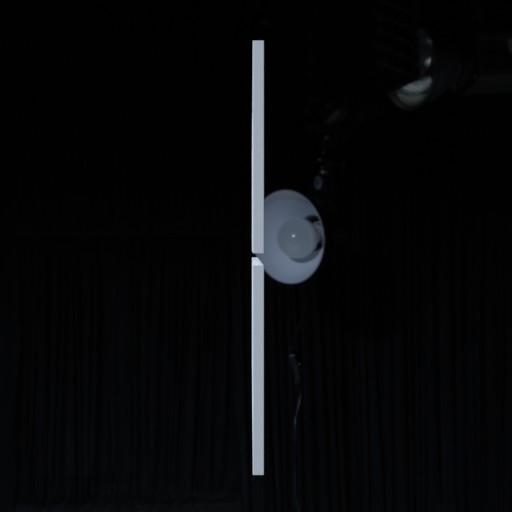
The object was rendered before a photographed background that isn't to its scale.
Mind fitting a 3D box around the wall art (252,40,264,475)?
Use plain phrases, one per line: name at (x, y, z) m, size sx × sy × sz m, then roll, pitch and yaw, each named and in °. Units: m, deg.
wall art at (0.000, 0.000, 1.700) m, size 0.029 × 1.118 × 1.118 m, roll 0°, pitch 1°, yaw -1°
